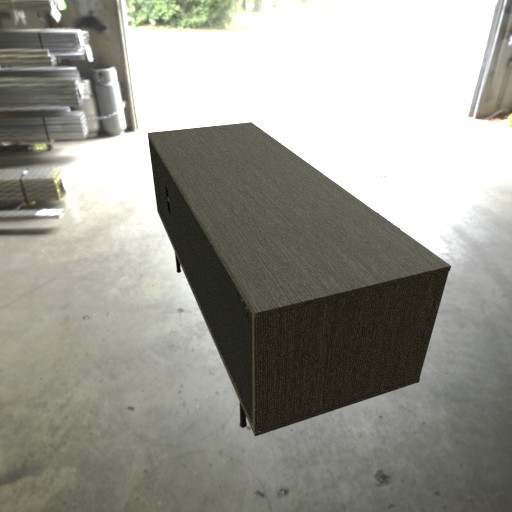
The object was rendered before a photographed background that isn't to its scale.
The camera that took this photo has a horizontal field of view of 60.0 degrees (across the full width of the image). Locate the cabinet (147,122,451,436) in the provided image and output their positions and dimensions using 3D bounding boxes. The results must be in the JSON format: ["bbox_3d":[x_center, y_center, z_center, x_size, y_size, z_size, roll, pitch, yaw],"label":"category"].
[{"bbox_3d":[0.000,0.000,1.609,0.500,0.599,1.300,-11,33,-18],"label":"cabinet"}]
